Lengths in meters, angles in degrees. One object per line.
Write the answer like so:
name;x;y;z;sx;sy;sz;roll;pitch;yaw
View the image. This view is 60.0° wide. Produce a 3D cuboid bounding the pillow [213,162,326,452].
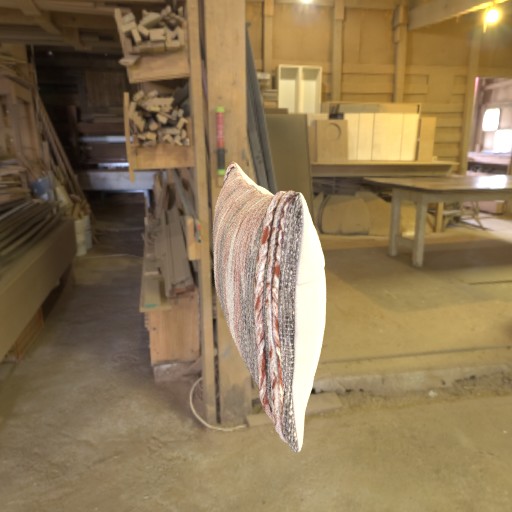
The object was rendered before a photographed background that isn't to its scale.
pillow;0.000;0.000;0.741;0.139;0.282;0.635;-2;15;-9
